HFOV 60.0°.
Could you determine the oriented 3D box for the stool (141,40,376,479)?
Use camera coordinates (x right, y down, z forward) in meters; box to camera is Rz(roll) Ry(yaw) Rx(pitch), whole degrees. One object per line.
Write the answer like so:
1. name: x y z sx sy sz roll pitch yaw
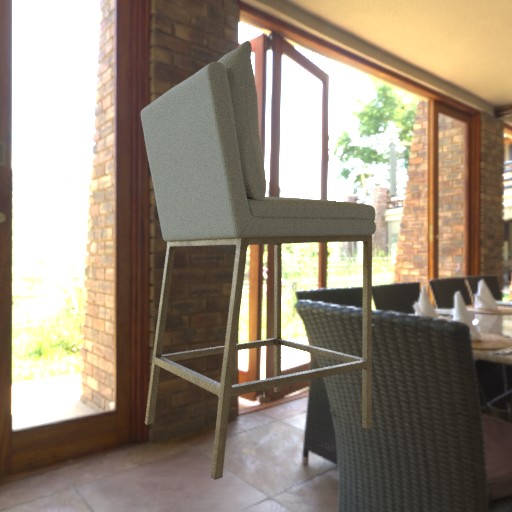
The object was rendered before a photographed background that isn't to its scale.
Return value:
1. stool: 0.000 0.000 1.342 0.572 1.032 0.463 0 0 -36
